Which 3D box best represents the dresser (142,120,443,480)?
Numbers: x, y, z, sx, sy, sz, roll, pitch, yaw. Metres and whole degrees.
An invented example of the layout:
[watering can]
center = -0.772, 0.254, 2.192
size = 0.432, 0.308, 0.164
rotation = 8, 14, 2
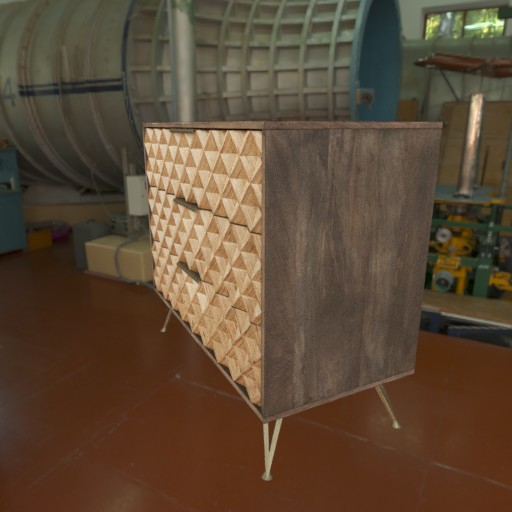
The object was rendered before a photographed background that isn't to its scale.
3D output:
[dresser]
center = 0.000, 0.000, 1.385
size = 0.453, 0.801, 0.923
rotation = -8, 18, -26
